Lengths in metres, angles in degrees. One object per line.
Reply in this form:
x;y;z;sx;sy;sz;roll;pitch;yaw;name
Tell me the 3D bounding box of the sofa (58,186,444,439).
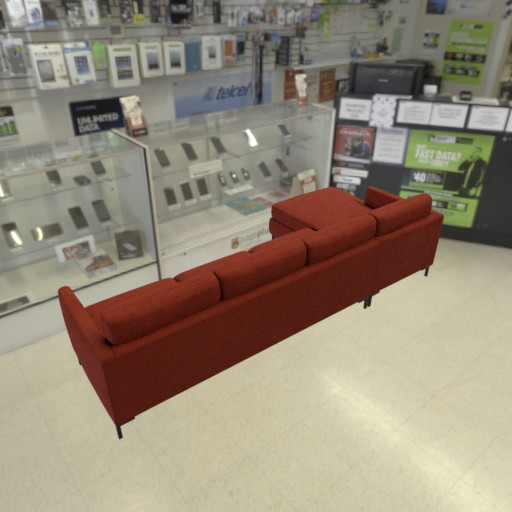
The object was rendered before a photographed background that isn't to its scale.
0.000;0.000;2.925;2.467;0.663;1.136;-20;36;-31;sofa
